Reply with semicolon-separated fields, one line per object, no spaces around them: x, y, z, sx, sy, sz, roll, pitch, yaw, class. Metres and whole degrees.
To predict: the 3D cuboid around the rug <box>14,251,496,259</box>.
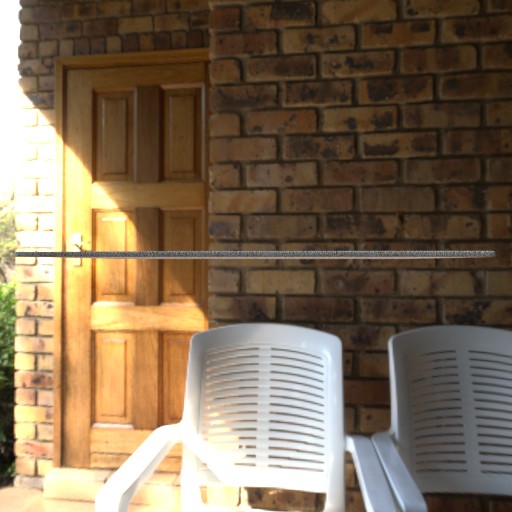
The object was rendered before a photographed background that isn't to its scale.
0.000;0.000;2.985;2.438;0.030;1.524;0;-1;2;rug
